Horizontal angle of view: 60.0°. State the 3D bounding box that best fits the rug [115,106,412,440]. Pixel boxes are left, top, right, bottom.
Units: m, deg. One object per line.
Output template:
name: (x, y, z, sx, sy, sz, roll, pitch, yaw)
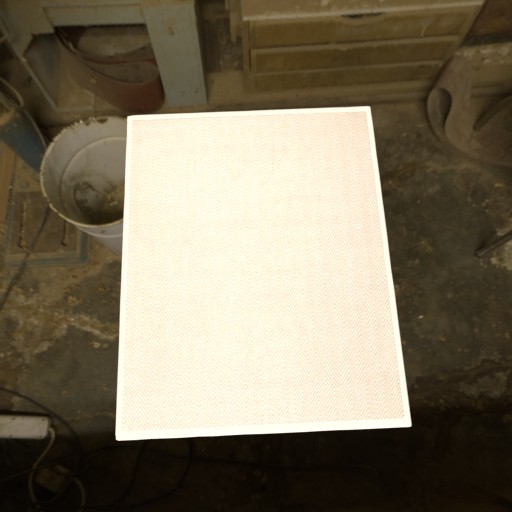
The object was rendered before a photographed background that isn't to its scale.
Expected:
rug: (0.000, 0.000, 4.015, 2.423, 0.019, 3.009, -2, 75, -1)
